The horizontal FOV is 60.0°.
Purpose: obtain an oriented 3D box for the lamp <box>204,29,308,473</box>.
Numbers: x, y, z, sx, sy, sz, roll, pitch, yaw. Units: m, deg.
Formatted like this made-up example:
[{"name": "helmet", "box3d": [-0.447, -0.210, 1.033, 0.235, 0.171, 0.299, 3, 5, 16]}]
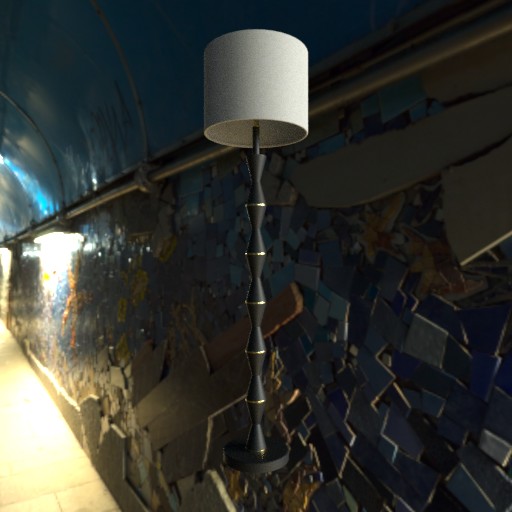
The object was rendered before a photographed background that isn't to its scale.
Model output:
[{"name": "lamp", "box3d": [0.000, 0.000, 1.633, 0.381, 1.480, 0.381, 0, 0, -18]}]
